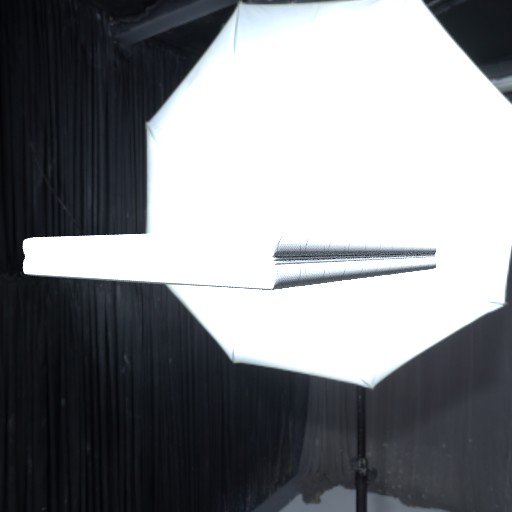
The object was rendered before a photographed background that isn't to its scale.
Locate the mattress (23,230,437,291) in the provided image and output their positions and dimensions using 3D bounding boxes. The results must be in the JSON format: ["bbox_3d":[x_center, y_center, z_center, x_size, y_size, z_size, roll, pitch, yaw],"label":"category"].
[{"bbox_3d":[0.000,0.000,2.681,1.600,0.200,2.000,1,1,36],"label":"mattress"}]
